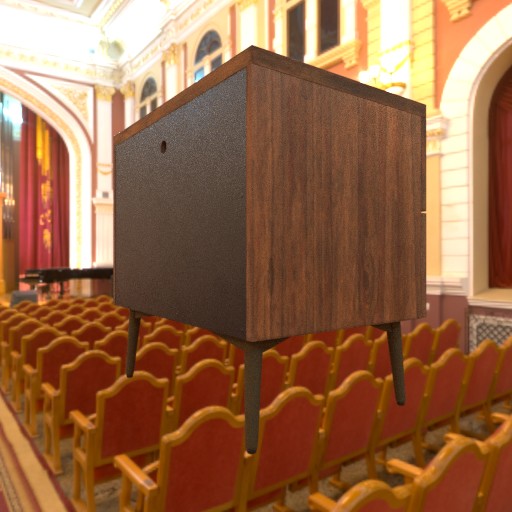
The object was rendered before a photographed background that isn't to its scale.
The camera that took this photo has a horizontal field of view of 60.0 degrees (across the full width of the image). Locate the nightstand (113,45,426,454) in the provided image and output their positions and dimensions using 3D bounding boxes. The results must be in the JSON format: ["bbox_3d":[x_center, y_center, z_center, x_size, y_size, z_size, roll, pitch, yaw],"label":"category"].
[{"bbox_3d":[0.000,0.000,1.020,0.458,0.610,0.610,0,0,-36],"label":"nightstand"}]
